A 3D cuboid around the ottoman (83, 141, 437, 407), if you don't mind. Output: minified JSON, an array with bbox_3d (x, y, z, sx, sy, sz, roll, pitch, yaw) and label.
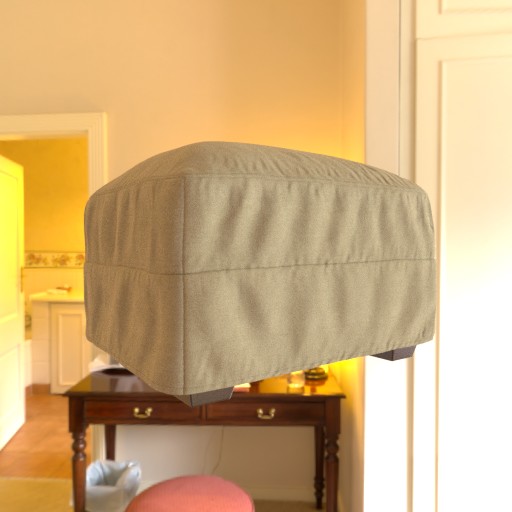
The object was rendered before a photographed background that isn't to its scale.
[{"bbox_3d":[0.000,0.000,1.071,0.712,0.480,0.584,-1,1,-35],"label":"ottoman"}]
